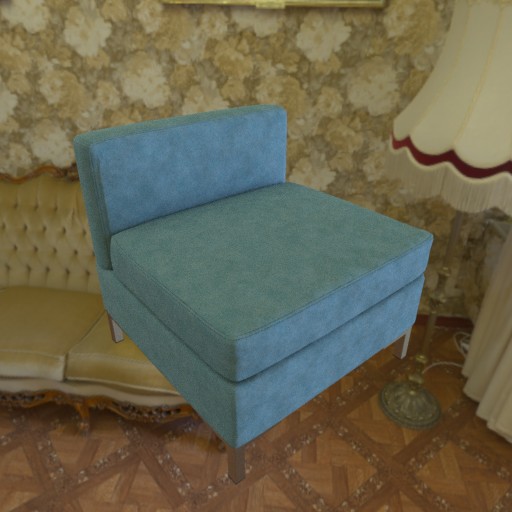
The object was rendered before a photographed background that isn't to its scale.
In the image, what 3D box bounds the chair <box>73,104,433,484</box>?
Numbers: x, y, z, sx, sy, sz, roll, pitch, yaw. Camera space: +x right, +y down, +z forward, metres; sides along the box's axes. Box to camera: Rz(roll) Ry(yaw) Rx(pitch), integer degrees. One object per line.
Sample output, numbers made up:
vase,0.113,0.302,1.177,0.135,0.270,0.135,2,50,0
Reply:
chair,0.000,0.000,1.213,0.684,0.660,0.685,-22,36,-34
